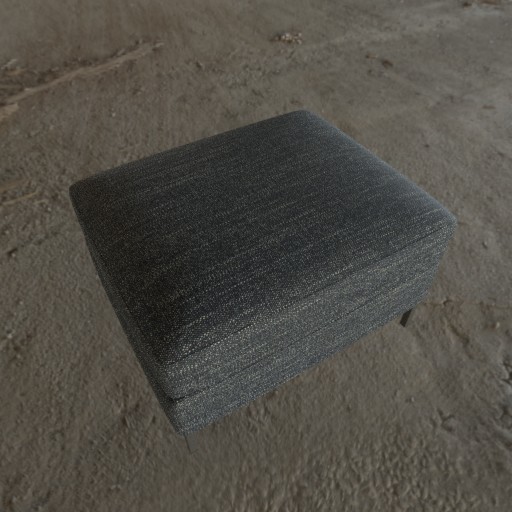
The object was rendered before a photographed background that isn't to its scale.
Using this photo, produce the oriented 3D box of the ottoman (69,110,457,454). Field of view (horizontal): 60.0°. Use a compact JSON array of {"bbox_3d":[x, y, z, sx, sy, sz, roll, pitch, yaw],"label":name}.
[{"bbox_3d":[0.000,0.000,1.267,0.814,0.491,0.667,-24,51,-21],"label":"ottoman"}]
